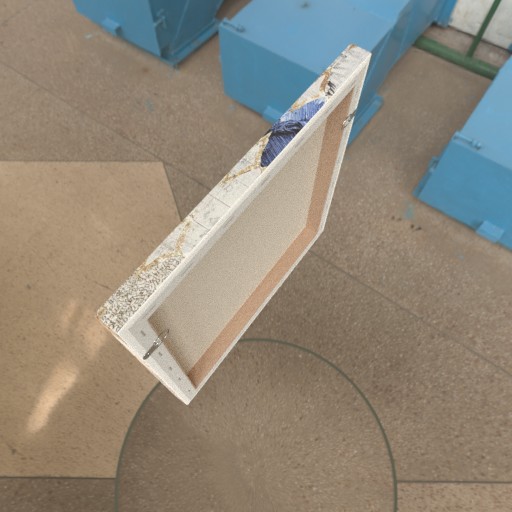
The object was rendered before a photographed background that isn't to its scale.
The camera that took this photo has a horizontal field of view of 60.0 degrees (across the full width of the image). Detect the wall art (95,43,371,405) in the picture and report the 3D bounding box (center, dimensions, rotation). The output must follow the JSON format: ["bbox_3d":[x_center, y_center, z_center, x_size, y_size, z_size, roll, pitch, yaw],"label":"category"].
[{"bbox_3d":[0.000,0.000,0.763,0.038,0.508,0.507,34,68,15],"label":"wall art"}]
